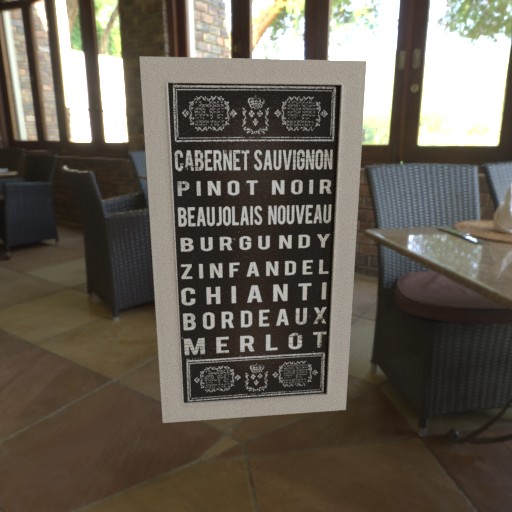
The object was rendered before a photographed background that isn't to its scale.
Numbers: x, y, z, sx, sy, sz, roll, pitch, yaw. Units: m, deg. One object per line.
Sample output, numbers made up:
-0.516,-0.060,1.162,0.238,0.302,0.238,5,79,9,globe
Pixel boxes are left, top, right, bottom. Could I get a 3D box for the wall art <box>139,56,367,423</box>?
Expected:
0.000,0.000,0.832,0.380,0.683,0.013,-2,15,-6,wall art
